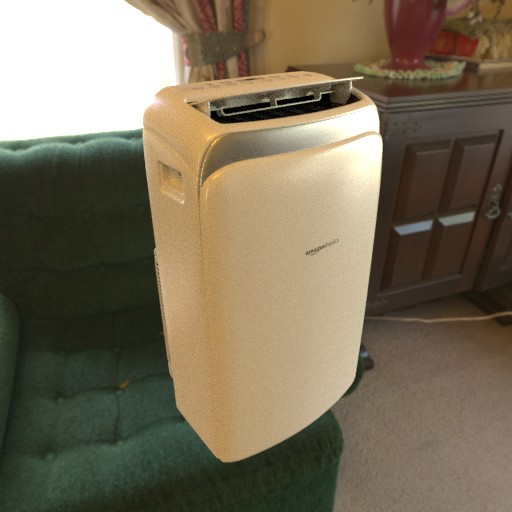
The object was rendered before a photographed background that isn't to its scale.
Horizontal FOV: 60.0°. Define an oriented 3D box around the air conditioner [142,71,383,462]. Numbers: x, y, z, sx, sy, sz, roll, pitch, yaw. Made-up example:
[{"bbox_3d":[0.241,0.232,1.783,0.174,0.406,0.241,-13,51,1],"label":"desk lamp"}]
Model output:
[{"bbox_3d":[0.000,0.000,1.023,0.449,0.786,0.414,-21,36,-32],"label":"air conditioner"}]
